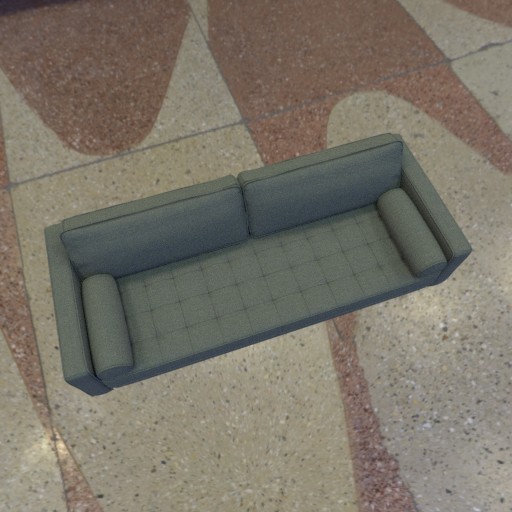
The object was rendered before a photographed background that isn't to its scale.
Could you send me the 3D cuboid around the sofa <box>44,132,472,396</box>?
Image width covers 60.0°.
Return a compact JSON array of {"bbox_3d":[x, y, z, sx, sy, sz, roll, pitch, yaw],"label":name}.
[{"bbox_3d":[0.000,0.000,2.583,2.198,0.762,0.914,-17,64,-8],"label":"sofa"}]
